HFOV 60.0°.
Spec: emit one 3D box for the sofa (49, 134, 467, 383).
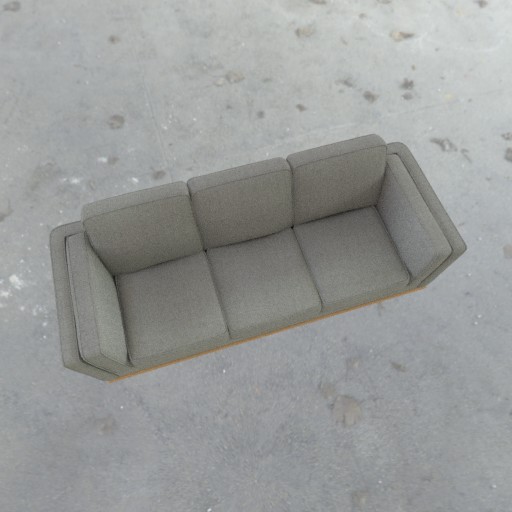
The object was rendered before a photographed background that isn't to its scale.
[{"bbox_3d":[0.000,0.000,2.828,2.362,0.899,0.903,-15,64,-8],"label":"sofa"}]
